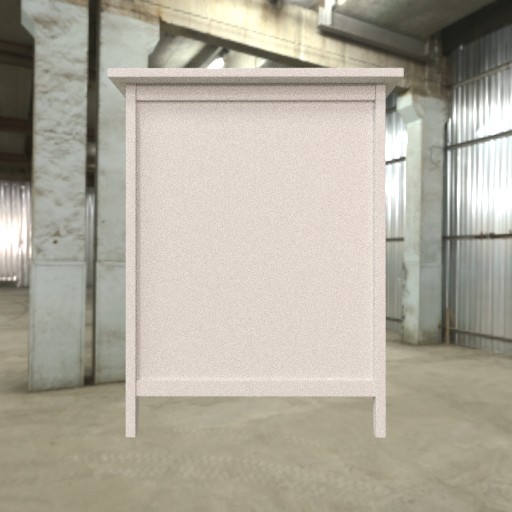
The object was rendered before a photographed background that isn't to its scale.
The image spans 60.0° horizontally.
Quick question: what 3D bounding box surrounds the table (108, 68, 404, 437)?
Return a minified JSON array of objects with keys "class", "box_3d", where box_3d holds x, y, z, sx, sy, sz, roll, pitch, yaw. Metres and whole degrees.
[{"class":"table","box_3d":[0.000,0.000,0.759,0.381,0.483,0.381,0,0,0]}]
